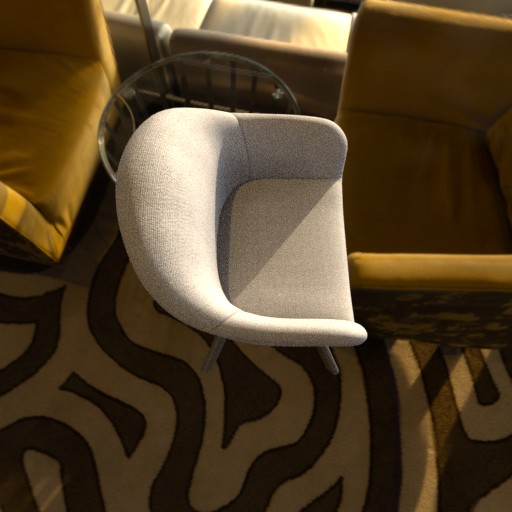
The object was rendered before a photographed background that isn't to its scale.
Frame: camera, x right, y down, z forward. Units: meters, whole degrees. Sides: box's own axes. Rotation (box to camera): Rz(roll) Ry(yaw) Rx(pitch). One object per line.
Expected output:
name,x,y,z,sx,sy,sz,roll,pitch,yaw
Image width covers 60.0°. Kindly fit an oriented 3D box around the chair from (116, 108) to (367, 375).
chair,0.000,0.000,1.211,0.550,0.795,0.590,0,65,0
